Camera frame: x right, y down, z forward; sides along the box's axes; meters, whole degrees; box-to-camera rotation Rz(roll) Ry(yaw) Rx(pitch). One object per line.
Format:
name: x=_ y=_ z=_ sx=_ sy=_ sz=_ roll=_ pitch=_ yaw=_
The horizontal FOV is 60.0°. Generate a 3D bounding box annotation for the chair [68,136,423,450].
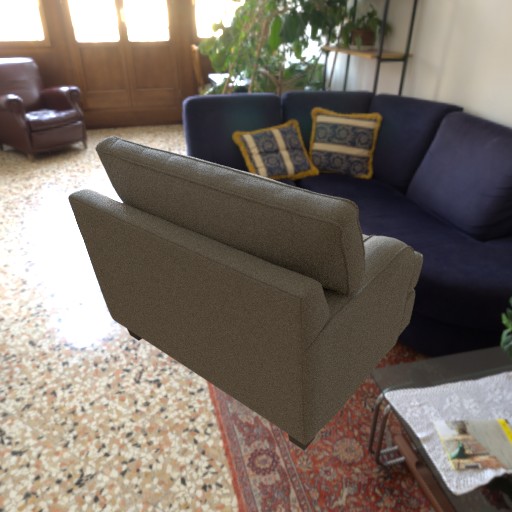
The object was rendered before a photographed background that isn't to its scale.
chair: x=0.000 y=0.000 z=2.010 sx=1.220 sy=1.016 sz=1.040 roll=22 pitch=36 yaw=33
